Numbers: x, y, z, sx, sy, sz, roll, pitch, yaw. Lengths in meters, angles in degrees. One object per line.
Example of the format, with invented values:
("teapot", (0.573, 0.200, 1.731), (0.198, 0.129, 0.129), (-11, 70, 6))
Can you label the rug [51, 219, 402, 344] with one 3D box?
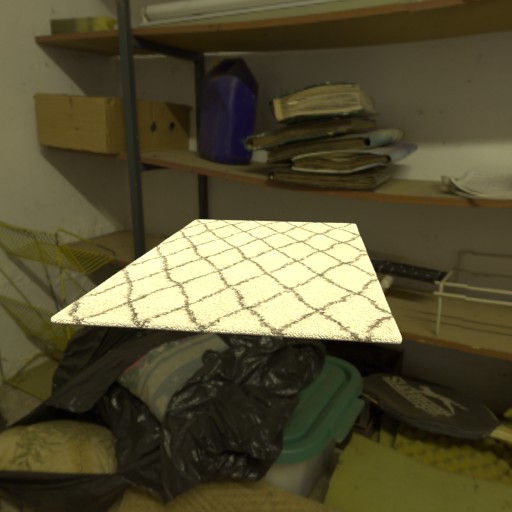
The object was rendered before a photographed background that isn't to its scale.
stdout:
("rug", (0.000, 0.000, 3.037), (1.524, 0.030, 2.438), (2, 15, 8))
